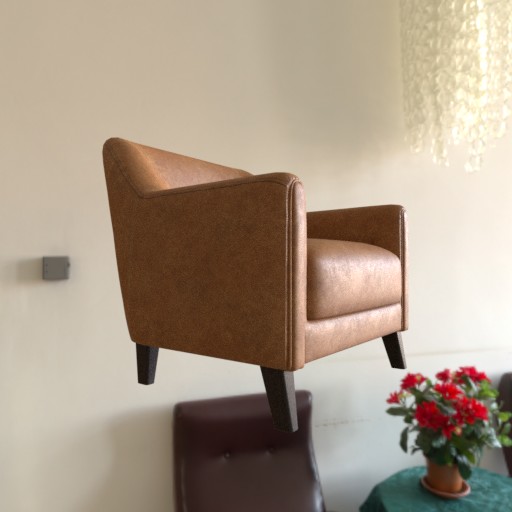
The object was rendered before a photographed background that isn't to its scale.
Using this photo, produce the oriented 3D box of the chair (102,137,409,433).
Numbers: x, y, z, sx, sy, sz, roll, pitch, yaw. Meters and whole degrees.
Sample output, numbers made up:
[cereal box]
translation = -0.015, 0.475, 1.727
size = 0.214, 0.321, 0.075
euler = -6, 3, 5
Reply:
[chair]
translation = 0.000, 0.000, 1.870
size = 1.034, 0.980, 1.037
euler = -1, -1, 37
